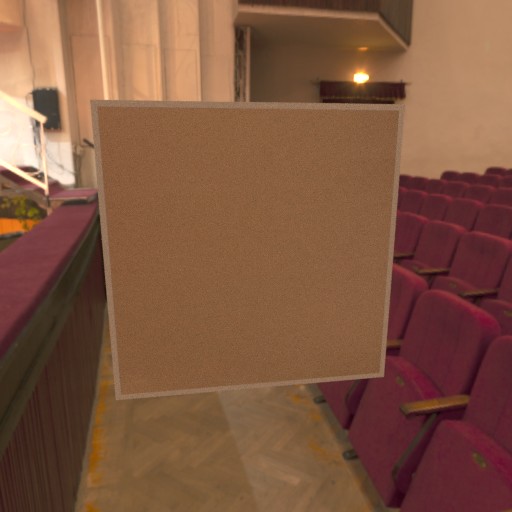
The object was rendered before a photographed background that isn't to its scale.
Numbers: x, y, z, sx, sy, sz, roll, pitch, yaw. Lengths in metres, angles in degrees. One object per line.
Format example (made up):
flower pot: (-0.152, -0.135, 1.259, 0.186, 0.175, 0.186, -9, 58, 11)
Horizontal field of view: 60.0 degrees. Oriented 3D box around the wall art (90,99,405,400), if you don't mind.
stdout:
wall art: (0.000, 0.000, 1.231, 0.809, 0.809, 0.012, -2, 14, -9)
